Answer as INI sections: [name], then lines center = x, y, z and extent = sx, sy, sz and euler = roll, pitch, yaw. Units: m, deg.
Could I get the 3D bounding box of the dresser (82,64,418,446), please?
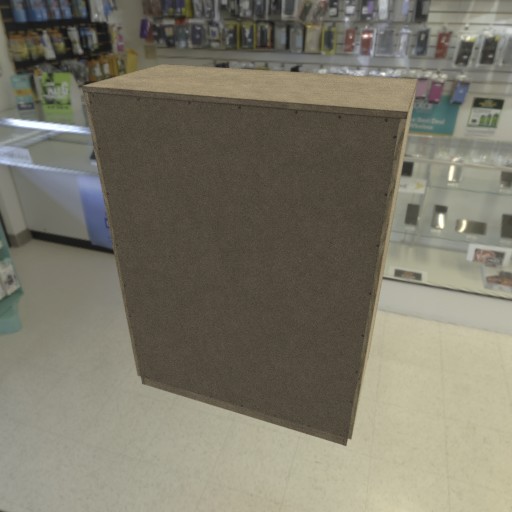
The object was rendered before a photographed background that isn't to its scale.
[dresser]
center = 0.000, 0.000, 1.750
extent = 0.967, 1.295, 0.483
euler = 11, 33, 17
